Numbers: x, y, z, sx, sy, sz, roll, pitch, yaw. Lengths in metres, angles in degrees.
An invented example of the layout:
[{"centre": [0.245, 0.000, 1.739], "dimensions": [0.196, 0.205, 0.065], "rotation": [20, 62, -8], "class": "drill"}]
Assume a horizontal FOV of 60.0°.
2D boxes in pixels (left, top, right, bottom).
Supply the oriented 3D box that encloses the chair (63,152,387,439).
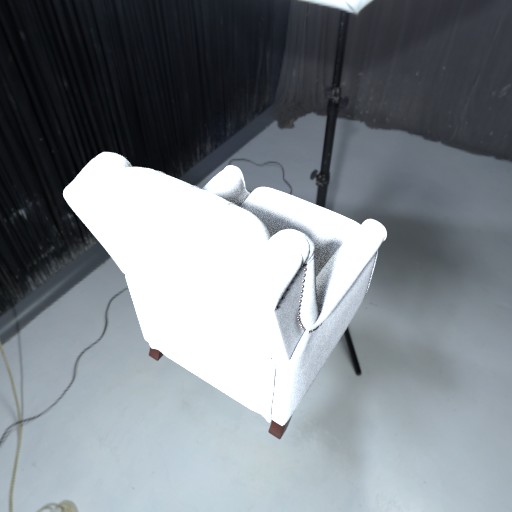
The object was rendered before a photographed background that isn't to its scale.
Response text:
[{"centre": [0.000, 0.000, 1.629], "dimensions": [0.742, 1.035, 0.902], "rotation": [25, 51, 22], "class": "chair"}]
